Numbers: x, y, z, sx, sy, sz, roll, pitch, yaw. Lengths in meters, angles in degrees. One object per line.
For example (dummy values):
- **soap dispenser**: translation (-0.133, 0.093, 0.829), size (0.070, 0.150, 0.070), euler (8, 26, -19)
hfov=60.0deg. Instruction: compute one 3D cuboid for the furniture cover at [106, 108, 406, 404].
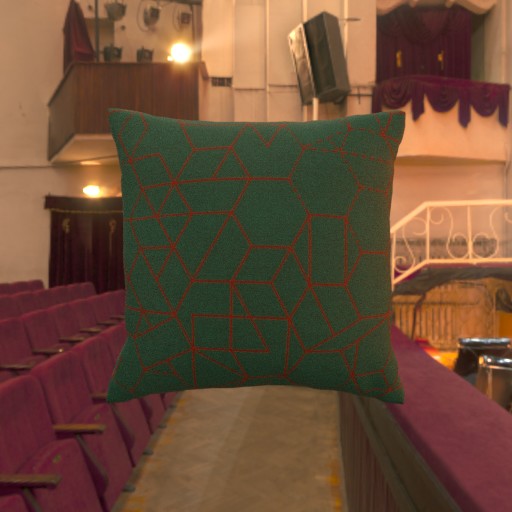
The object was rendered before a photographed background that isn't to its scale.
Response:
- **furniture cover**: translation (0.000, 0.000, 0.767), size (0.517, 0.508, 0.158), euler (0, 0, 0)
